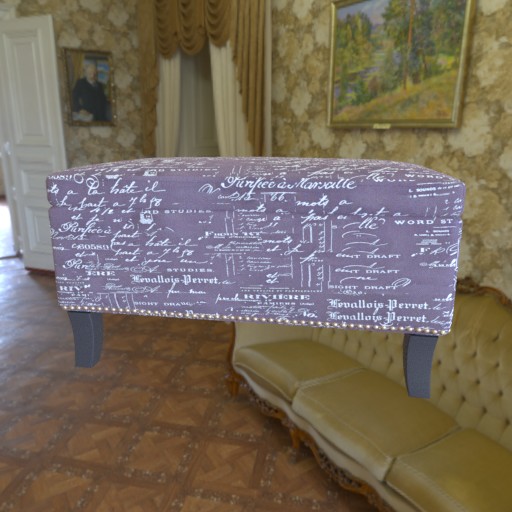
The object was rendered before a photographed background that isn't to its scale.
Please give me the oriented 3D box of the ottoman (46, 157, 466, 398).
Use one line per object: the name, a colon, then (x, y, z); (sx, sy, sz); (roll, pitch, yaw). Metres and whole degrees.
ottoman: (0.000, 0.000, 1.056); (0.813, 0.457, 0.406); (3, 15, 9)
